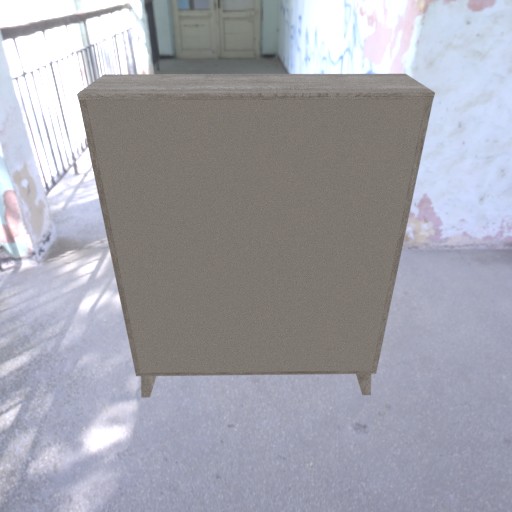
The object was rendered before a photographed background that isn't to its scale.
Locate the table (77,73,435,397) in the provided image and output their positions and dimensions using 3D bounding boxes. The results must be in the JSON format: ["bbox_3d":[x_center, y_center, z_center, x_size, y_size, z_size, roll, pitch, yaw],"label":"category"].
[{"bbox_3d":[0.000,0.000,1.528,0.902,1.135,0.256,0,33,-1],"label":"table"}]
